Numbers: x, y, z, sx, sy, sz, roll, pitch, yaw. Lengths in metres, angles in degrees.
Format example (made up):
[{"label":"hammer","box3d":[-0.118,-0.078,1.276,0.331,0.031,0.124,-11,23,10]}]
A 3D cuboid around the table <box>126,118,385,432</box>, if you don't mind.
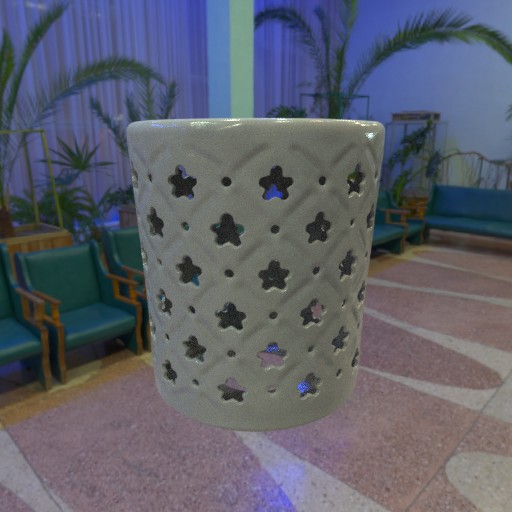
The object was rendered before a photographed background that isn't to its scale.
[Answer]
[{"label":"table","box3d":[0.000,0.000,0.667,0.352,0.387,0.352,0,15,0]}]
